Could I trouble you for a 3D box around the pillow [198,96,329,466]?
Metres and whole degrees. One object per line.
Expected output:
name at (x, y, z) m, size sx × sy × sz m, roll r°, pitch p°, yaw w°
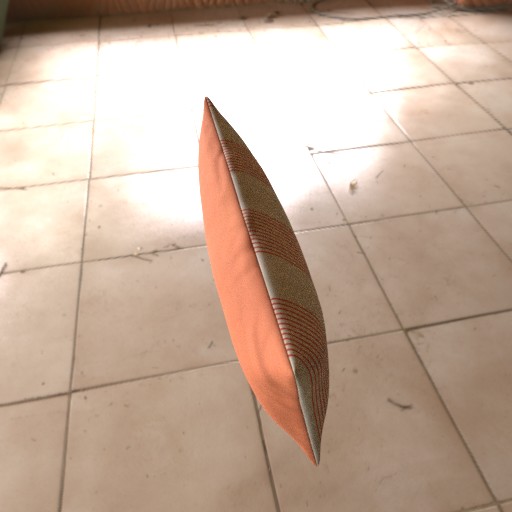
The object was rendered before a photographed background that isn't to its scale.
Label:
pillow at (0.000, 0.000, 0.746) m, size 0.156 × 0.292 × 0.608 m, roll -9°, pitch 47°, yaw -9°
